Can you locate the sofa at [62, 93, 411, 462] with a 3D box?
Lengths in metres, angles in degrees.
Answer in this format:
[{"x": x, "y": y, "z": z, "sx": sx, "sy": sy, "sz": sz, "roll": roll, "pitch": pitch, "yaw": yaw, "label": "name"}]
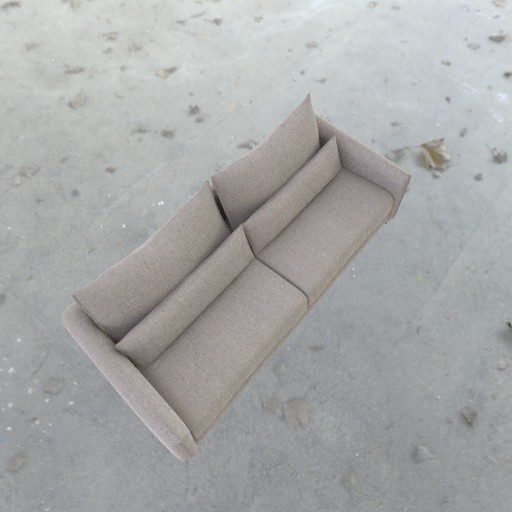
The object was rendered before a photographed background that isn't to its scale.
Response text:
[{"x": 0.000, "y": 0.000, "z": 2.462, "sx": 0.809, "sy": 0.833, "sz": 2.022, "roll": 35, "pitch": 65, "yaw": 20, "label": "sofa"}]
